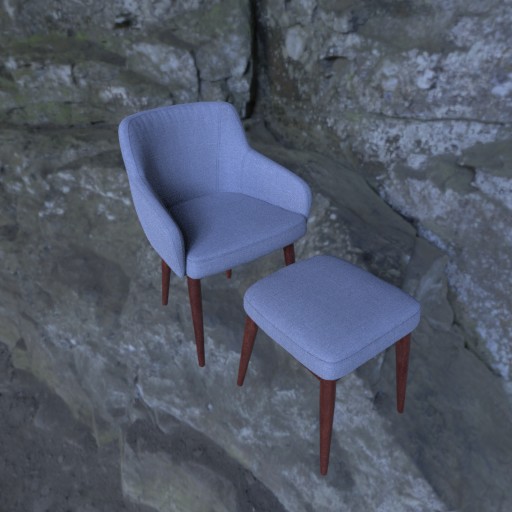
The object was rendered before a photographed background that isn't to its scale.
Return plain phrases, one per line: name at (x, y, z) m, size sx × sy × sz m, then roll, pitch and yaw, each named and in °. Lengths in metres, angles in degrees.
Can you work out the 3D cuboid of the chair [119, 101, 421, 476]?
chair at (0.000, 0.000, 1.510) m, size 0.584 × 0.799 × 1.107 m, roll -22°, pitch 38°, yaw -31°
